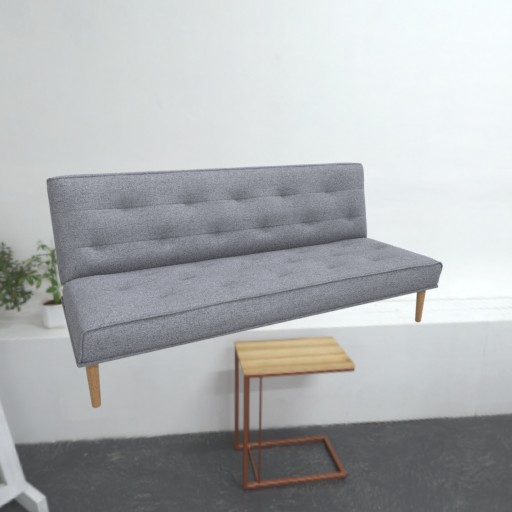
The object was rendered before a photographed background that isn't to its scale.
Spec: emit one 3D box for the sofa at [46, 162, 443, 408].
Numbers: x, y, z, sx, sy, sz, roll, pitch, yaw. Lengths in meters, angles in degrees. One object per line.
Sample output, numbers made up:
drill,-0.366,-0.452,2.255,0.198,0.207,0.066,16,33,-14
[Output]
sofa,0.000,0.000,2.247,1.820,0.830,0.810,-8,18,-26
